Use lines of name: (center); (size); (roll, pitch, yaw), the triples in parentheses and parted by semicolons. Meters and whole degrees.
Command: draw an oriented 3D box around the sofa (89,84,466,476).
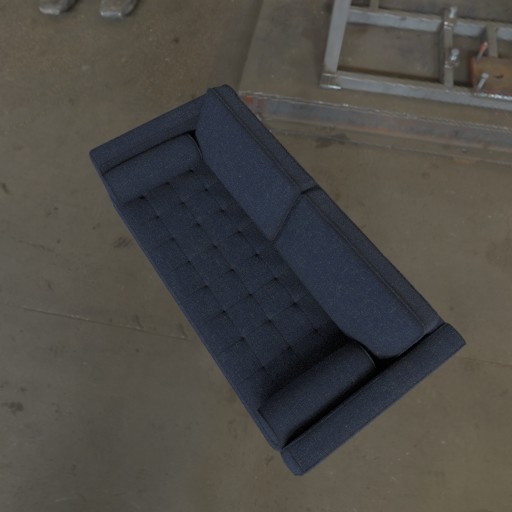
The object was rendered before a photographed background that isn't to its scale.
sofa: (0.000, 0.000, 2.274); (0.914, 0.762, 1.880); (-32, 68, -15)
